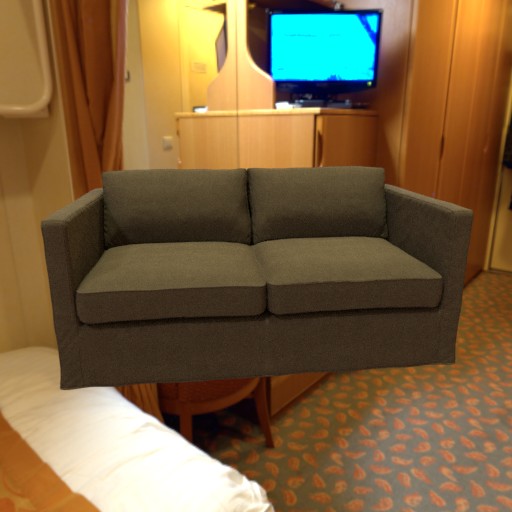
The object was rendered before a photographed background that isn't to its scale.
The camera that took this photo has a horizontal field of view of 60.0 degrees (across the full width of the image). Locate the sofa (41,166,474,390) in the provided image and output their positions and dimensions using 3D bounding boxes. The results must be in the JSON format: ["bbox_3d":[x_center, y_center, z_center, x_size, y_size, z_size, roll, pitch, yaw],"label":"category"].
[{"bbox_3d":[0.000,0.000,2.292,1.802,0.854,0.974,-2,16,-7],"label":"sofa"}]
